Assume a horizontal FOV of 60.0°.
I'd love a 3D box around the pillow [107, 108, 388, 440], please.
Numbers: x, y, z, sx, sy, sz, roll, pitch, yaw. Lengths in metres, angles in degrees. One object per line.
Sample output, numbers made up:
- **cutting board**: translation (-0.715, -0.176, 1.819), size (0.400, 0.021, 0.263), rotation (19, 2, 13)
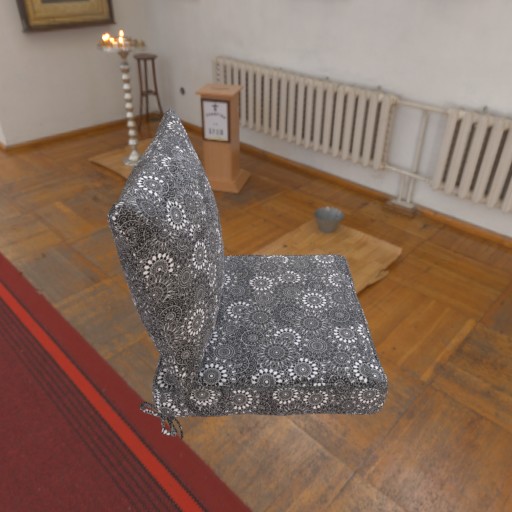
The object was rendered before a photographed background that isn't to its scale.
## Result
- **pillow**: translation (0.000, 0.000, 1.375), size (0.740, 0.722, 0.798), rotation (0, 33, -1)
